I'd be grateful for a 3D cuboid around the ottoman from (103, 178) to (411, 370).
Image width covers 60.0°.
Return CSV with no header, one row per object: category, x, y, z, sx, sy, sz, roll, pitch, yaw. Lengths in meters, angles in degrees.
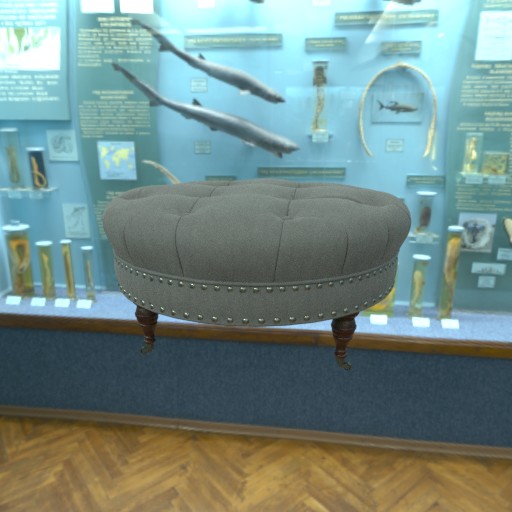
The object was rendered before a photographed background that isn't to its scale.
ottoman,0.000,0.000,1.398,0.901,0.439,0.901,0,16,0
